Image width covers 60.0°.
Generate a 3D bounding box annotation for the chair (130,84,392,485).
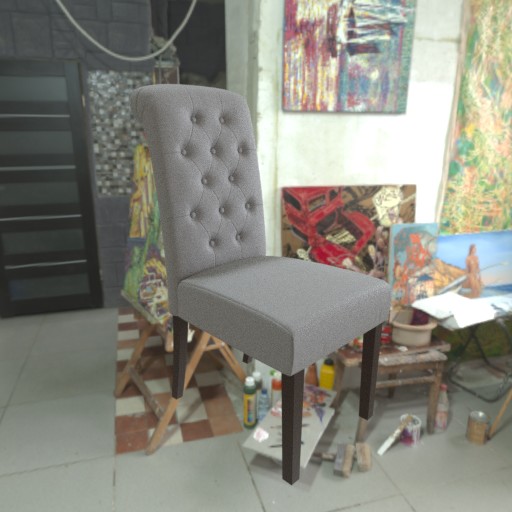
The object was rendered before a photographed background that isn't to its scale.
[{"bbox_3d":[0.000,0.000,1.345,0.671,1.006,0.456,15,21,42],"label":"chair"}]
